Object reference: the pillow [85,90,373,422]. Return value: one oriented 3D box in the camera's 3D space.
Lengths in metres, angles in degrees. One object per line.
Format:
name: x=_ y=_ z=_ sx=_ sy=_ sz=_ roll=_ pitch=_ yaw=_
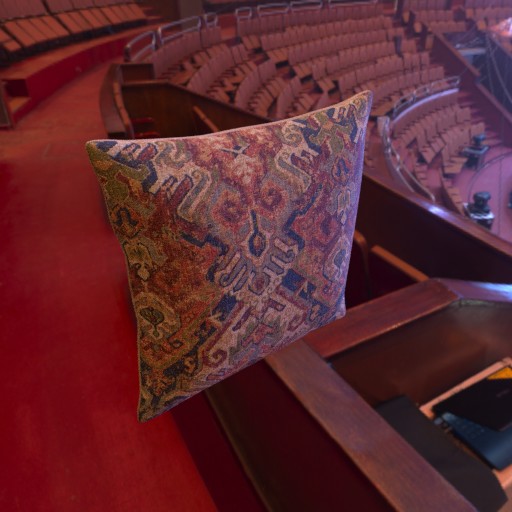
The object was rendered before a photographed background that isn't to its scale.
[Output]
pillow: x=0.000 y=0.000 z=0.794 sx=0.523 sy=0.506 sz=0.166 roll=-21 pitch=37 yaw=-30
